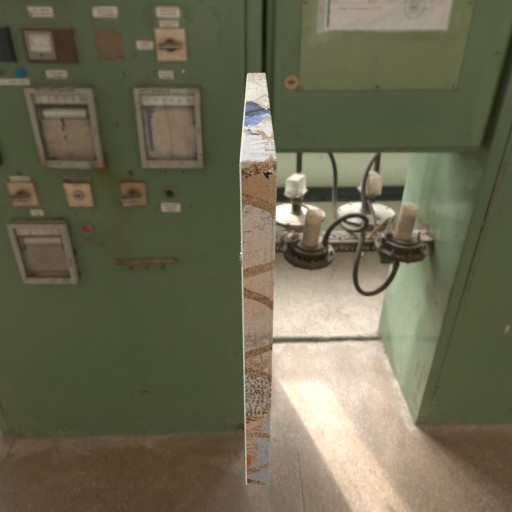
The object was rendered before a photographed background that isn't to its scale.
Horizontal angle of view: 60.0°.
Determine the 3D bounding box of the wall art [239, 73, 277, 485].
[{"bbox_3d":[0.000,0.000,0.754,0.038,0.508,0.507,0,31,0],"label":"wall art"}]
